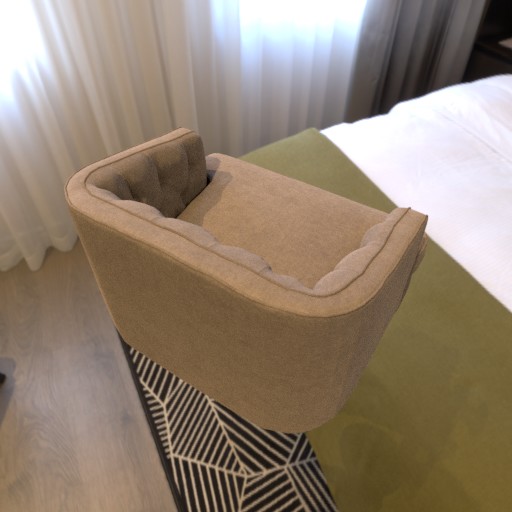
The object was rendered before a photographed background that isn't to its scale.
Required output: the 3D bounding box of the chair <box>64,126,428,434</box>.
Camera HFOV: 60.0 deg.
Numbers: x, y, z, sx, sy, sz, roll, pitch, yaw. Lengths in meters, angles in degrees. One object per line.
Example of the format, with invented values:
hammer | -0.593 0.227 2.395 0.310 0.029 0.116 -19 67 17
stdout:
chair | 0.000 0.000 1.730 1.104 0.852 0.941 25 51 22
